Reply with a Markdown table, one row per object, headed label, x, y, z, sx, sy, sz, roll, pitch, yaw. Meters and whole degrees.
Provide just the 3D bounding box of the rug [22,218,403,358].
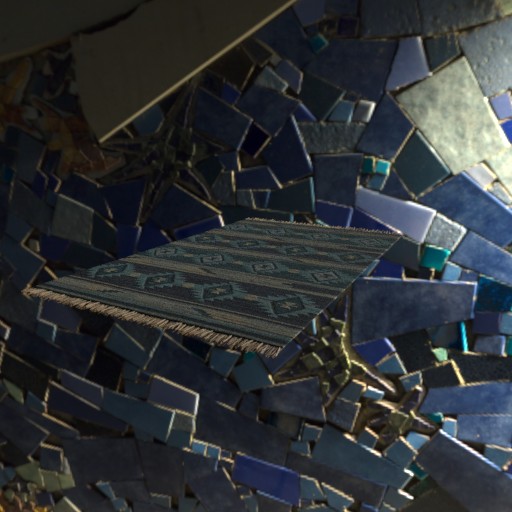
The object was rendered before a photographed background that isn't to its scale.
| label | x | y | z | sx | sy | sz | roll | pitch | yaw |
| --- | --- | --- | --- | --- | --- | --- | --- | --- | --- |
| rug | 0.000 | 0.000 | 2.372 | 1.181 | 0.028 | 1.936 | 8 | 17 | 28 |
